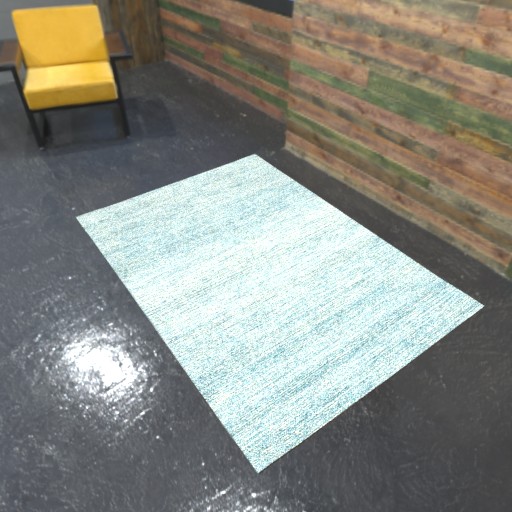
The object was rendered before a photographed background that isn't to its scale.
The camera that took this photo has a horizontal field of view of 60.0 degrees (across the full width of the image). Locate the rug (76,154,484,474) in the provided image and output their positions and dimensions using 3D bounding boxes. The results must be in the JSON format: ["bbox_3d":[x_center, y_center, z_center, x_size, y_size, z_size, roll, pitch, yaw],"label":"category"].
[{"bbox_3d":[0.000,0.000,2.873,1.611,0.026,2.260,-25,47,-26],"label":"rug"}]
